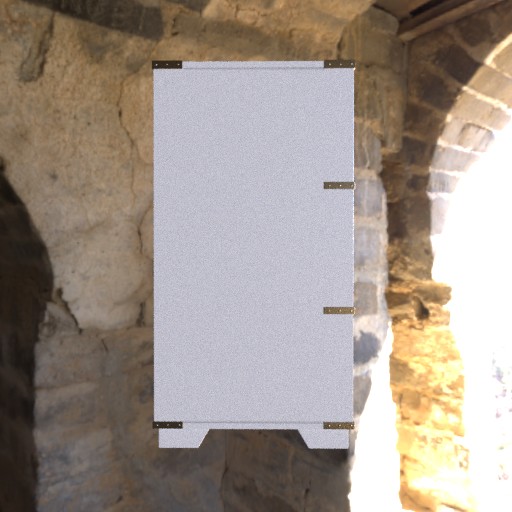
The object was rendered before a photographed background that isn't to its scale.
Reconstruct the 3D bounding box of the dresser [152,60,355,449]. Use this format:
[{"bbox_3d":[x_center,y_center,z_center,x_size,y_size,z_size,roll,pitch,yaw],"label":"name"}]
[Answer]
[{"bbox_3d":[0.000,0.000,1.512,0.460,0.891,1.022,0,0,1],"label":"dresser"}]
